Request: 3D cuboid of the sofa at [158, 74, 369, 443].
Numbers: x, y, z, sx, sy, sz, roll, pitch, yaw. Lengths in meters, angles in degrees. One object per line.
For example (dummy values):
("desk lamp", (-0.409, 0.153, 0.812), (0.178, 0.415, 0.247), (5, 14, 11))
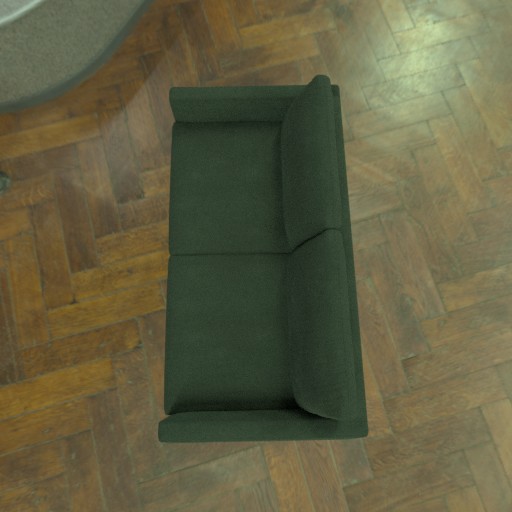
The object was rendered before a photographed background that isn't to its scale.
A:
("sofa", (0.000, 0.000, 2.192), (0.875, 0.817, 1.676), (-1, 75, 0))
